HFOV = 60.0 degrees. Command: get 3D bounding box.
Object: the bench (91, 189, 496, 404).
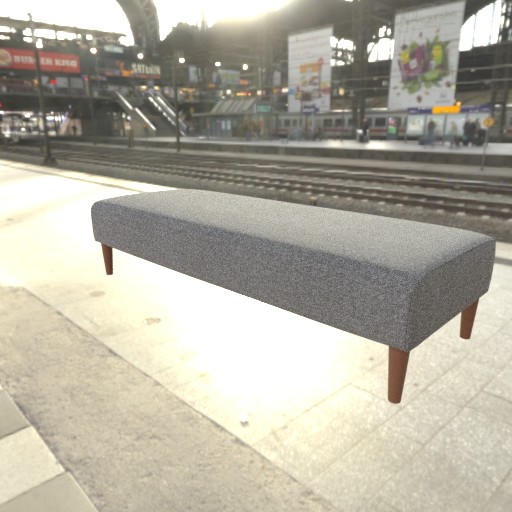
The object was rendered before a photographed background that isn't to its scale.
[{"bbox_3d":[0.000,0.000,1.791,1.598,0.384,0.631,15,22,42],"label":"bench"}]
